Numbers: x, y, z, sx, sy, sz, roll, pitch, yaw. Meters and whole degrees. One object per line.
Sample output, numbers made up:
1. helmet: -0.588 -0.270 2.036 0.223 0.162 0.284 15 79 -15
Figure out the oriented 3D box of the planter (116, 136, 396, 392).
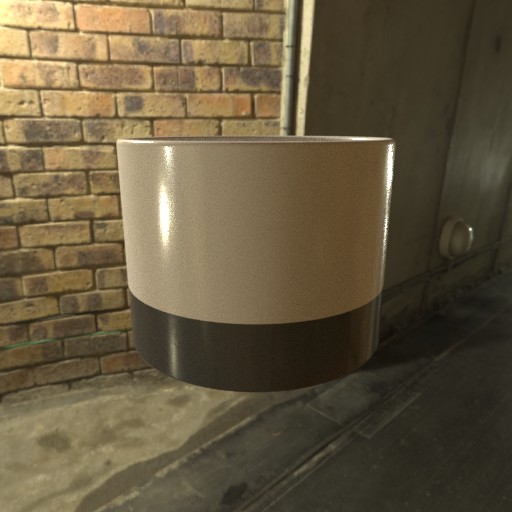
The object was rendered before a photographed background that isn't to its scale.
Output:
1. planter: 0.000 0.000 0.344 0.193 0.177 0.193 0 16 0
